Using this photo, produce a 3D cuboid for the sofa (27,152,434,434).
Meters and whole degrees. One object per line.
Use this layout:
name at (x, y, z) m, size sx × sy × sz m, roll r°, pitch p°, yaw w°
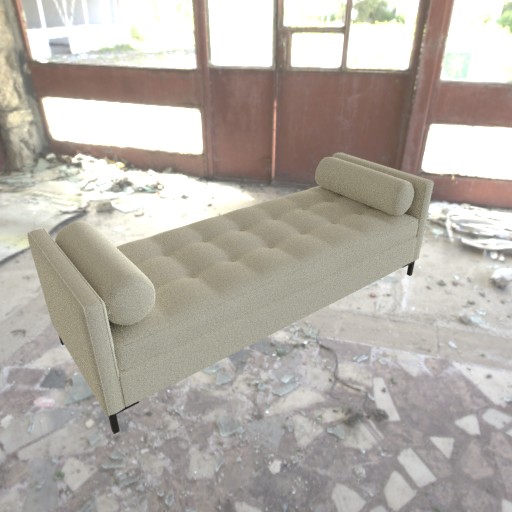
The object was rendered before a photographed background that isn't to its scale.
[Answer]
sofa at (0.000, 0.000, 2.349) m, size 1.985 × 0.641 × 0.746 m, roll -21°, pitch 36°, yaw -32°
